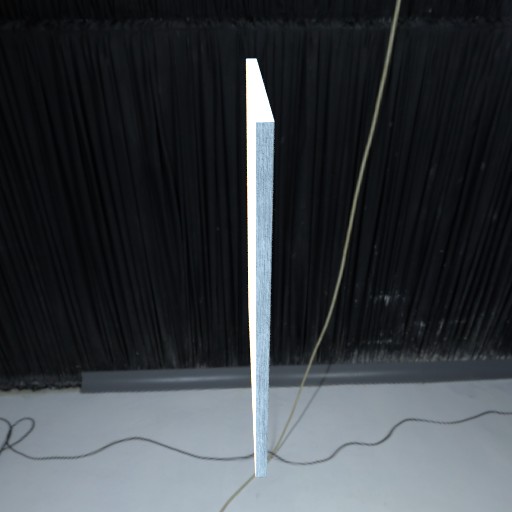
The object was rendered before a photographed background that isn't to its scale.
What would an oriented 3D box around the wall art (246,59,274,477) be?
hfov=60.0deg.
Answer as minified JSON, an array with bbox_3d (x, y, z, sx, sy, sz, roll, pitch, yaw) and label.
[{"bbox_3d":[0.000,0.000,0.823,0.020,0.613,0.481,-1,31,-2],"label":"wall art"}]
